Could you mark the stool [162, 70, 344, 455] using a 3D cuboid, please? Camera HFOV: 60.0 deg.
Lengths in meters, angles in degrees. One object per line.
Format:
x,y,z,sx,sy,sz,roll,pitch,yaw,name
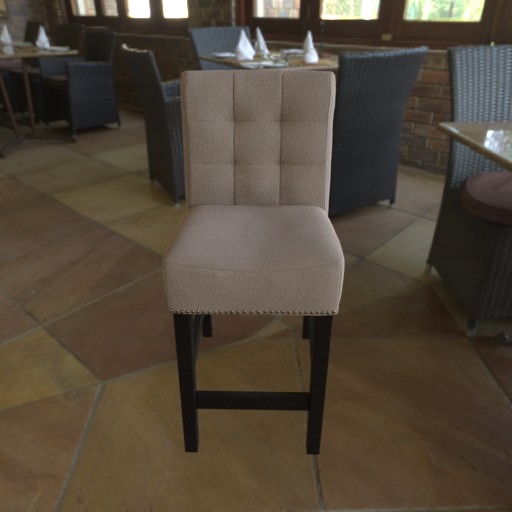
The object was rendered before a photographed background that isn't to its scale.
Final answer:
0.000,0.000,1.207,0.427,0.885,0.571,1,29,1,stool
